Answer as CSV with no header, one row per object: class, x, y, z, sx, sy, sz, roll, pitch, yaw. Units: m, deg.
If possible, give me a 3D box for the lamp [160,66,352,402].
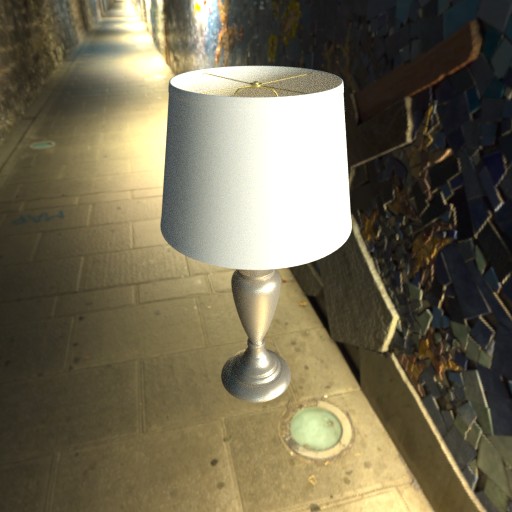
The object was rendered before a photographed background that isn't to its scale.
lamp,0.000,0.000,0.814,0.328,0.612,0.328,0,31,0
